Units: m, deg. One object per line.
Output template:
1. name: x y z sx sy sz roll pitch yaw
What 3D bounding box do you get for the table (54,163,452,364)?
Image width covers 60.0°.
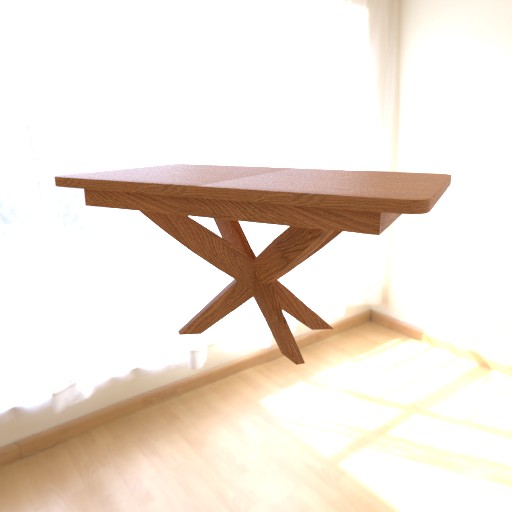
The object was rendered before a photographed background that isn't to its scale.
1. table: 0.000 0.000 2.136 1.600 0.770 0.950 8 18 26
